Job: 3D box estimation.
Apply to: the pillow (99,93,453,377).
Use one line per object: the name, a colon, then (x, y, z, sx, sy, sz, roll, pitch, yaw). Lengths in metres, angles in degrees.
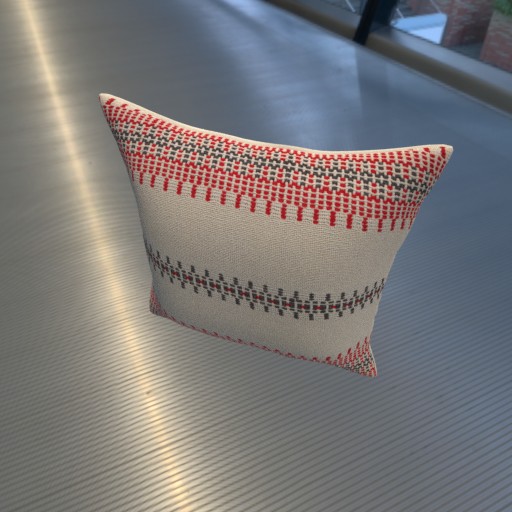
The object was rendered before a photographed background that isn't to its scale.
pillow: (0.000, 0.000, 0.698, 0.463, 0.454, 0.160, 13, 44, 14)
